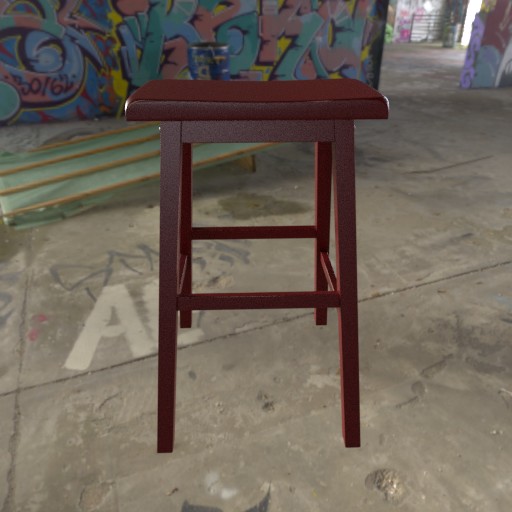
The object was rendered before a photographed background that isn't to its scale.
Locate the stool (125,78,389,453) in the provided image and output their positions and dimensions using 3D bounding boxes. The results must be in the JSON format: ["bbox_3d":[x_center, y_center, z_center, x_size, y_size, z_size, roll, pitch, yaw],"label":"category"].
[{"bbox_3d":[0.000,0.000,1.023,0.457,0.737,0.476,-1,29,-2],"label":"stool"}]
